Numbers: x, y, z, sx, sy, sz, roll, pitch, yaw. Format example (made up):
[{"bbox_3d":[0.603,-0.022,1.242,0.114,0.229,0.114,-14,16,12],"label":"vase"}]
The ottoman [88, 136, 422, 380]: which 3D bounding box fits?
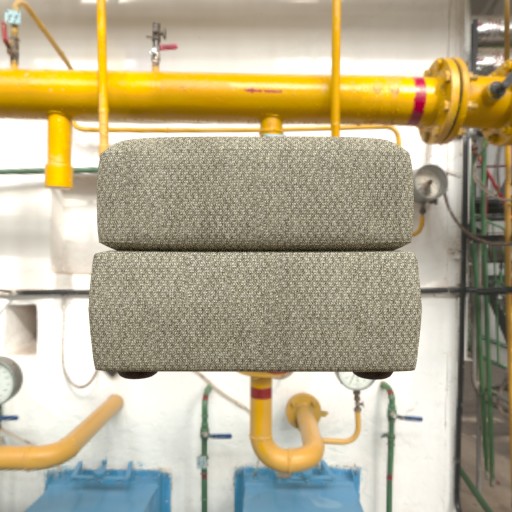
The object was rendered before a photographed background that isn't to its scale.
[{"bbox_3d":[0.000,0.000,1.149,0.603,0.476,0.751,0,0,0],"label":"ottoman"}]
